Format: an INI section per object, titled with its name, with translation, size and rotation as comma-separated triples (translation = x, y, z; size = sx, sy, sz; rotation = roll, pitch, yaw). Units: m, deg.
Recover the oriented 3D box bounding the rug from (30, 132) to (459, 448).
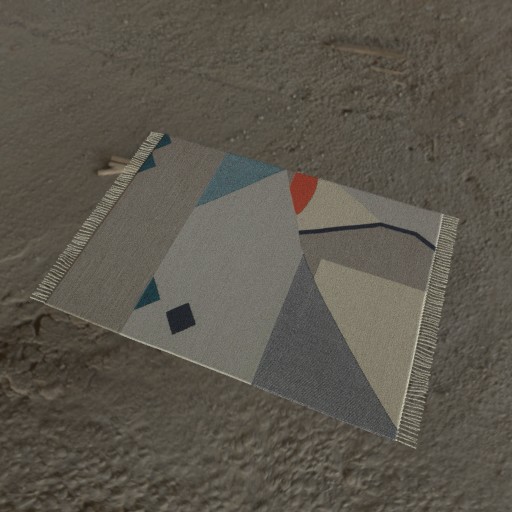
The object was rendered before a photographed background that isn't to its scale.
[rug]
translation = 0.000, 0.000, 2.214
size = 1.828, 0.005, 1.220
rotation = 18, 60, 11
